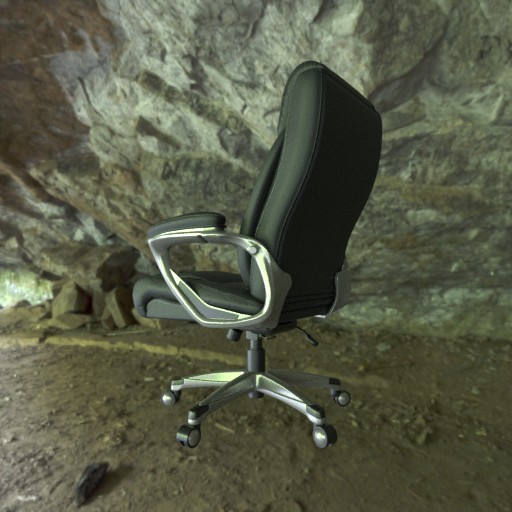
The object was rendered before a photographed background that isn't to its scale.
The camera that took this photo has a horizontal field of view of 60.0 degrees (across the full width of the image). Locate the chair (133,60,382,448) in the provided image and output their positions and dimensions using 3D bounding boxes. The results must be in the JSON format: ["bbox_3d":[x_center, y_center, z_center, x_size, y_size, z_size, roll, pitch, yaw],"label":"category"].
[{"bbox_3d":[0.000,0.000,1.630,0.784,1.167,0.741,-1,-2,36],"label":"chair"}]
